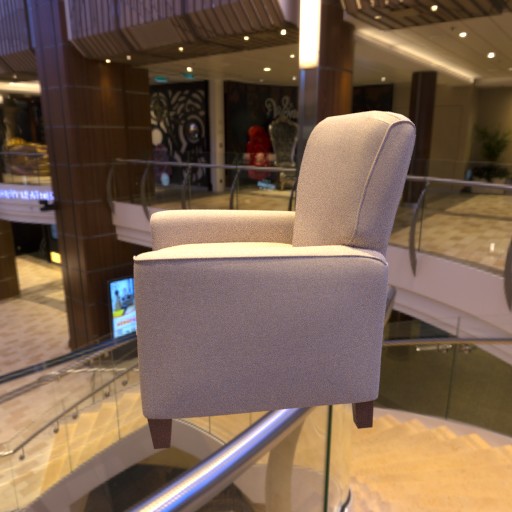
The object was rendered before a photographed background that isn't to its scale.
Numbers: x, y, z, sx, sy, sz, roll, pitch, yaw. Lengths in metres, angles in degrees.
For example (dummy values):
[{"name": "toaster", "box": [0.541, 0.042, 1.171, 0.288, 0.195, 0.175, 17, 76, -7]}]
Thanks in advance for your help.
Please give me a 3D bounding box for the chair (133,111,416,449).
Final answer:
[{"name": "chair", "box": [0.000, 0.000, 1.664, 0.858, 1.023, 0.841, -2, 15, -8]}]
